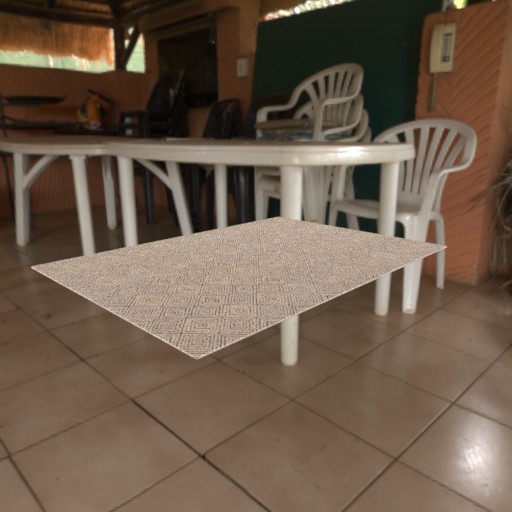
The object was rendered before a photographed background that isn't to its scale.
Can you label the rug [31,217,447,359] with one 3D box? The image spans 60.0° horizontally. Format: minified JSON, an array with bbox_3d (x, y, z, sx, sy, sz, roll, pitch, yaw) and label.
[{"bbox_3d":[0.000,0.000,2.891,1.593,0.008,2.238,15,22,42],"label":"rug"}]
